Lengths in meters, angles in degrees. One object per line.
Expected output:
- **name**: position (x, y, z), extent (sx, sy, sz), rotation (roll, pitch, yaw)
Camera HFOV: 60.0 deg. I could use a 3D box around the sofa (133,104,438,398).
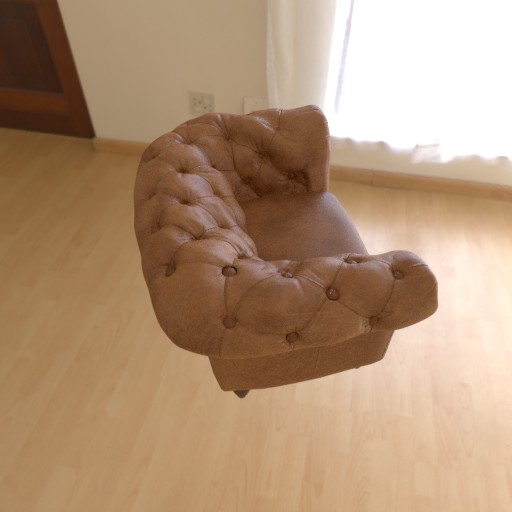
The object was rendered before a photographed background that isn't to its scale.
- **sofa**: position (0.000, 0.000, 2.118), extent (1.033, 0.878, 1.405), rotation (-9, 47, -9)
